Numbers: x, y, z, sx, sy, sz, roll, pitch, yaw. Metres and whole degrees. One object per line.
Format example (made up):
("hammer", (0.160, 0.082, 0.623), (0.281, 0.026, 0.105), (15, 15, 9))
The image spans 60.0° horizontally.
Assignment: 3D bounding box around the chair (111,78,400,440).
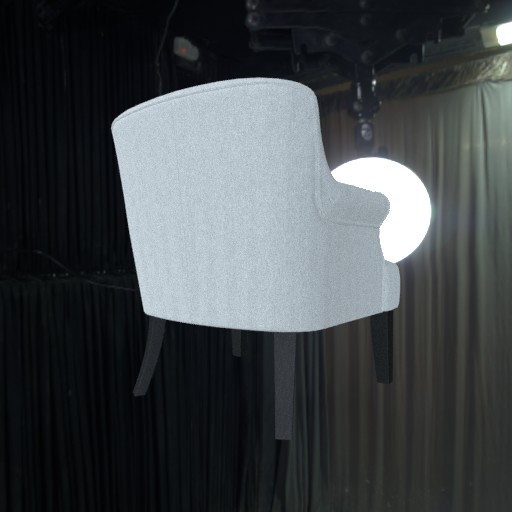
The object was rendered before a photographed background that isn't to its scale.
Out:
("chair", (0.000, 0.000, 1.451), (0.781, 0.875, 0.750), (1, 2, 36))
